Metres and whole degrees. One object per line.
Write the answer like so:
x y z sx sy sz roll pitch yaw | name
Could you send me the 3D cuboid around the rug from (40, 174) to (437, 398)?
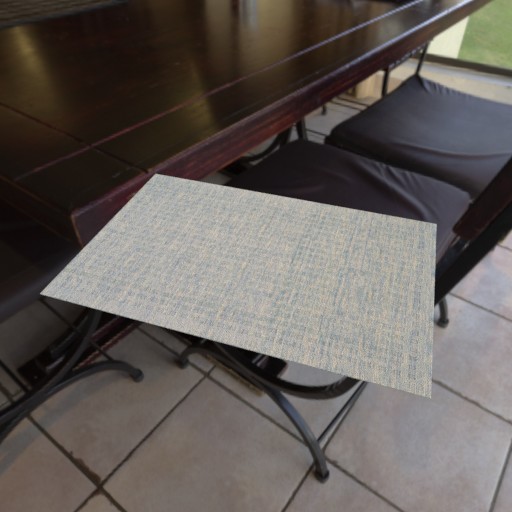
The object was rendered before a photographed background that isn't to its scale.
0.000 0.000 2.278 1.752 0.006 1.142 12 42 14 | rug
